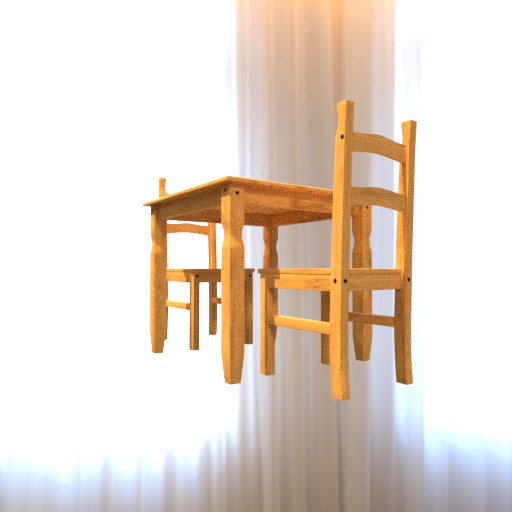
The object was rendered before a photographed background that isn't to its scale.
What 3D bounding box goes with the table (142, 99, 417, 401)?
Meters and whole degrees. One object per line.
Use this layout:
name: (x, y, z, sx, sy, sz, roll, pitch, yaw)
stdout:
table: (0.000, 0.000, 2.092, 0.813, 0.942, 1.501, 1, -2, -35)
